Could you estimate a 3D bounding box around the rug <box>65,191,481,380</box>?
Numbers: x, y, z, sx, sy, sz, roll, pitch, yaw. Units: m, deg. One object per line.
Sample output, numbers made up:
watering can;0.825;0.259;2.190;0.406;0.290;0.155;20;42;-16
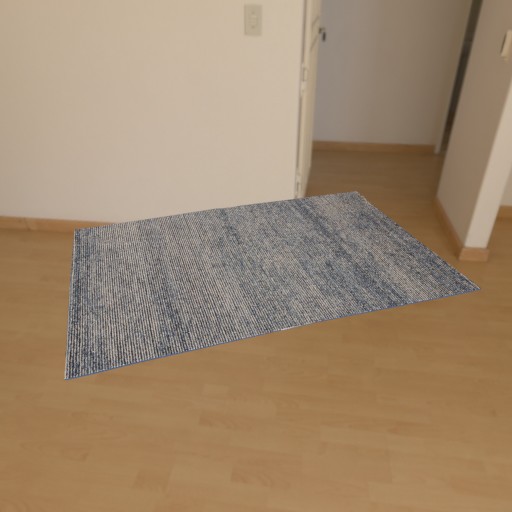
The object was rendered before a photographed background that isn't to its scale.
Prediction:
rug;0.000;0.000;2.259;1.793;0.025;1.159;-9;33;-15
